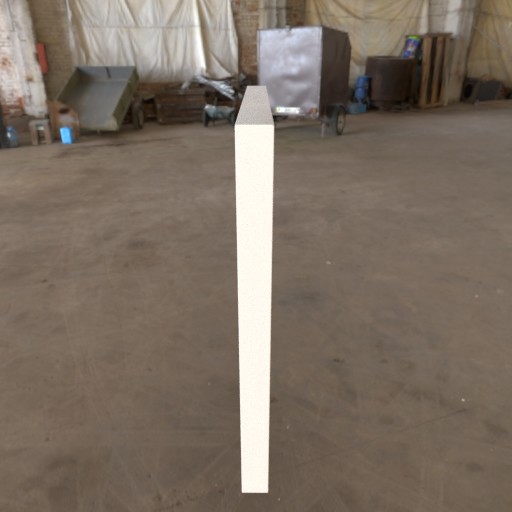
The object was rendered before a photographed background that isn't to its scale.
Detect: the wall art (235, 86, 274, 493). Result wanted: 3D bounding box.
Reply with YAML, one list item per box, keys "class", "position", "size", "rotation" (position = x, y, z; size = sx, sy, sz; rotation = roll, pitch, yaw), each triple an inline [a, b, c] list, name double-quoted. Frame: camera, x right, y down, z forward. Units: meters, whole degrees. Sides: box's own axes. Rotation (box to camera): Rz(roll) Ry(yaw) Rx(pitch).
- class: "wall art"
  position: [0.000, 0.000, 0.754]
  size: [0.037, 0.508, 0.508]
  rotation: [0, 25, 0]
